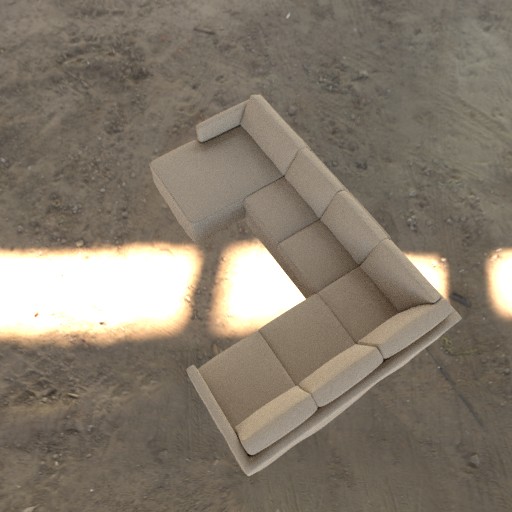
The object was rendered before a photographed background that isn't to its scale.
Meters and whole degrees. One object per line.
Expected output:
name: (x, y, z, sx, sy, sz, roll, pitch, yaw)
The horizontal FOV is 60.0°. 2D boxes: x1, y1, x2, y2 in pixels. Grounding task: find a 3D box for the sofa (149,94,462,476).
sofa: (0.000, 0.000, 4.747, 2.476, 0.878, 3.528, -30, 67, -14)
